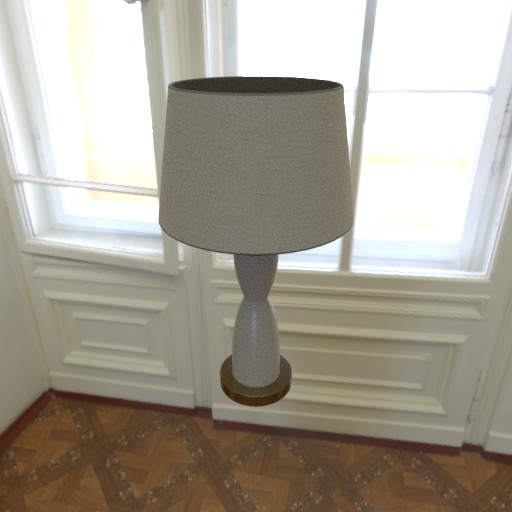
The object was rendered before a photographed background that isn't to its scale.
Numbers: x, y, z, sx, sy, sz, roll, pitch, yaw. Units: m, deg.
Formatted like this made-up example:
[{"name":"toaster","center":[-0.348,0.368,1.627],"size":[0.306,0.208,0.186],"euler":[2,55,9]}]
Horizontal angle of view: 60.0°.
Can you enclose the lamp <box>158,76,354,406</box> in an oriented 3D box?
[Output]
[{"name":"lamp","center":[0.000,0.000,0.748],"size":[0.309,0.545,0.309],"euler":[0,27,0]}]
